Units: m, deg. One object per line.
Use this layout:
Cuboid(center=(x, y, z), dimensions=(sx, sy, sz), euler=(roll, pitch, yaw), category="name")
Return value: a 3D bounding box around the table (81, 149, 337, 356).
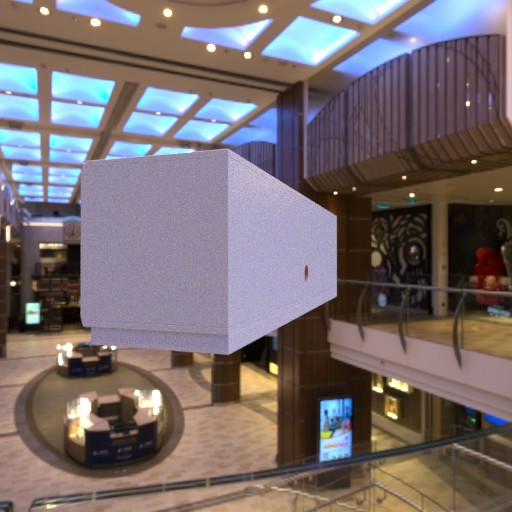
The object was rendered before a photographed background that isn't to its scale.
Cuboid(center=(0.000, 0.000, 1.729), dimensions=(0.400, 0.440, 1.550), euler=(0, 0, 19), category="table")
